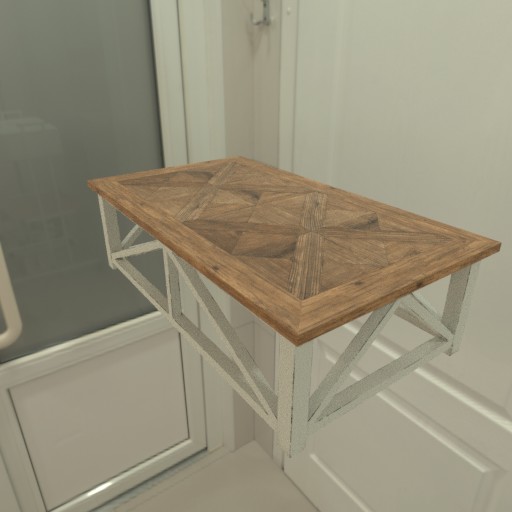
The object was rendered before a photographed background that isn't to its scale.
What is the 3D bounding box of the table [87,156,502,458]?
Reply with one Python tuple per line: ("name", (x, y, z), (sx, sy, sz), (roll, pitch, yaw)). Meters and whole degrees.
("table", (0.000, 0.000, 1.711), (0.800, 0.410, 1.400), (-17, 31, -32))
